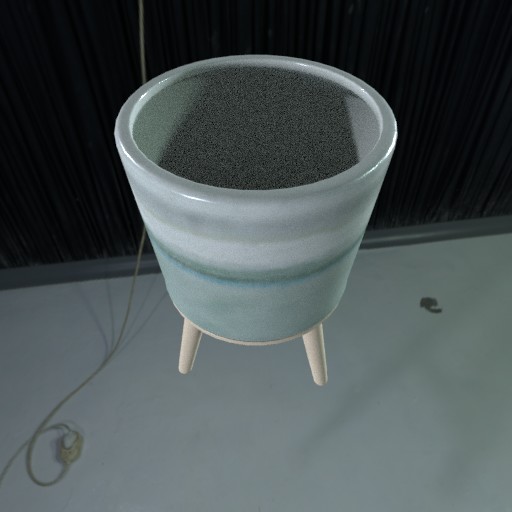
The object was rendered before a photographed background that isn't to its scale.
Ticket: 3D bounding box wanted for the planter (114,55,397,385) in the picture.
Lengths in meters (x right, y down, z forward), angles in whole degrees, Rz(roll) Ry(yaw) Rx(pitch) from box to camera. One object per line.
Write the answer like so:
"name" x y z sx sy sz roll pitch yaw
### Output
"planter" 0.000 0.000 0.569 0.265 0.404 0.265 -9 48 -8
